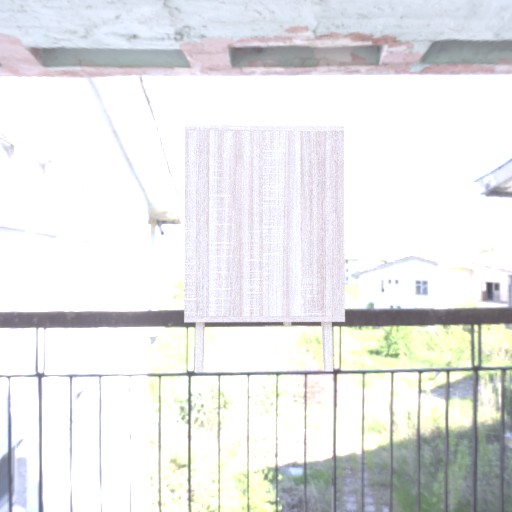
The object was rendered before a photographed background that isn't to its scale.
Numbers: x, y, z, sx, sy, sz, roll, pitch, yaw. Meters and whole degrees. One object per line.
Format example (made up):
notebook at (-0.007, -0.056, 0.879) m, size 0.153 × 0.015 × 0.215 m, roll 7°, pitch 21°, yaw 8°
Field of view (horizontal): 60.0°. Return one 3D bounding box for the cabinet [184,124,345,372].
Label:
cabinet at (0.000, 0.000, 2.479) m, size 0.500 × 0.780 × 2.200 m, roll 0°, pitch -1°, yaw -1°
